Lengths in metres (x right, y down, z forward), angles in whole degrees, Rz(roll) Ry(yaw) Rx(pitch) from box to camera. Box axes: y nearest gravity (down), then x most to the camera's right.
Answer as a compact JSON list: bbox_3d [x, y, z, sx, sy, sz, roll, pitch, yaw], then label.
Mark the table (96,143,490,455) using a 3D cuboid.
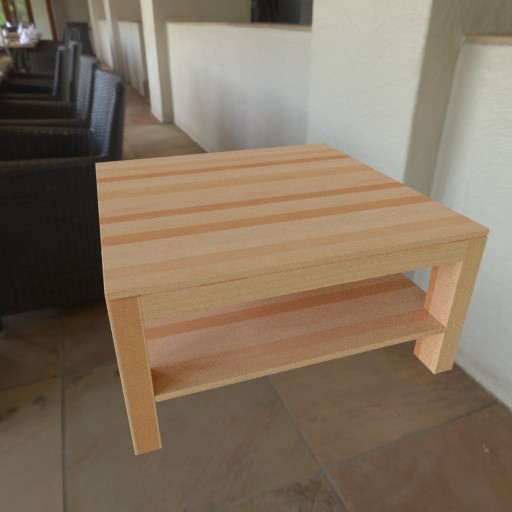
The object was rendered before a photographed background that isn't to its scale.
[{"bbox_3d":[0.000,0.000,1.435,0.900,0.450,0.900,-9,29,-16],"label":"table"}]
